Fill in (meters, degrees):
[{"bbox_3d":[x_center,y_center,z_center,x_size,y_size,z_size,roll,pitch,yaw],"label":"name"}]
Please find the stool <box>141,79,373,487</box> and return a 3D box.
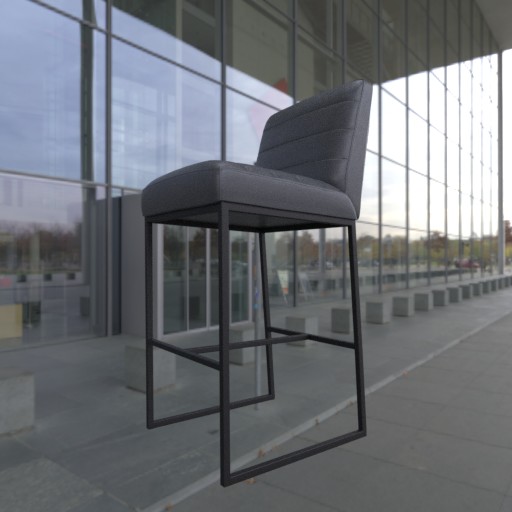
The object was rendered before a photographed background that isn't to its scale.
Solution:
[{"bbox_3d":[0.000,0.000,1.317,0.552,1.040,0.457,0,0,-37],"label":"stool"}]
